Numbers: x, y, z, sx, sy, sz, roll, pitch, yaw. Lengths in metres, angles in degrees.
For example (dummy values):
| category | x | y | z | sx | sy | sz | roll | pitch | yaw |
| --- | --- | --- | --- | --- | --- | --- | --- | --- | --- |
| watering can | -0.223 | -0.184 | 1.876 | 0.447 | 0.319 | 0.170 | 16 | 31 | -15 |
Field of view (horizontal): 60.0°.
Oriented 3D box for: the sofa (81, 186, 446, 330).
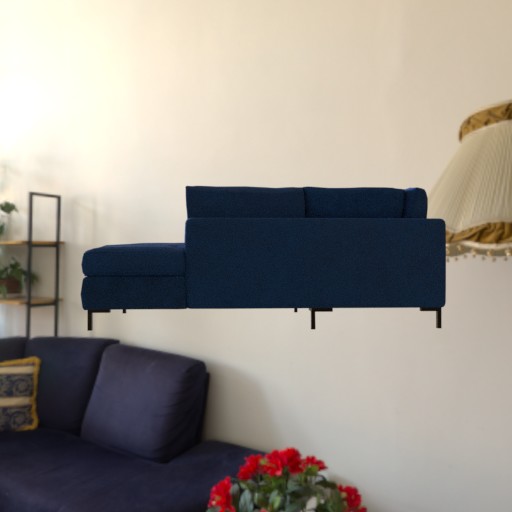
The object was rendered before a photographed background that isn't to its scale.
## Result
| category | x | y | z | sx | sy | sz | roll | pitch | yaw |
| --- | --- | --- | --- | --- | --- | --- | --- | --- | --- |
| sofa | 0.000 | 0.000 | 3.262 | 1.707 | 0.687 | 2.486 | 0 | 0 | -2 |
